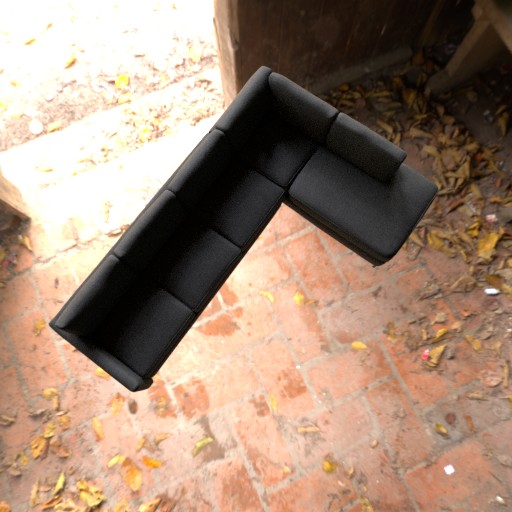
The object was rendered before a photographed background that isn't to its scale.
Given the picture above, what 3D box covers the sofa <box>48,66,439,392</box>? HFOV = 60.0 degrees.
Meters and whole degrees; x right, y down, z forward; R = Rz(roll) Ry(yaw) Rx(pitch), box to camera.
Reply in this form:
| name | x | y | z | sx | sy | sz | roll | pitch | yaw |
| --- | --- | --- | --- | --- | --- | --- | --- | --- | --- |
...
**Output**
| name | x | y | z | sx | sy | sz | roll | pitch | yaw |
| --- | --- | --- | --- | --- | --- | --- | --- | --- | --- |
| sofa | 0.000 | 0.000 | 3.856 | 1.984 | 0.858 | 2.972 | 35 | 79 | 8 |
